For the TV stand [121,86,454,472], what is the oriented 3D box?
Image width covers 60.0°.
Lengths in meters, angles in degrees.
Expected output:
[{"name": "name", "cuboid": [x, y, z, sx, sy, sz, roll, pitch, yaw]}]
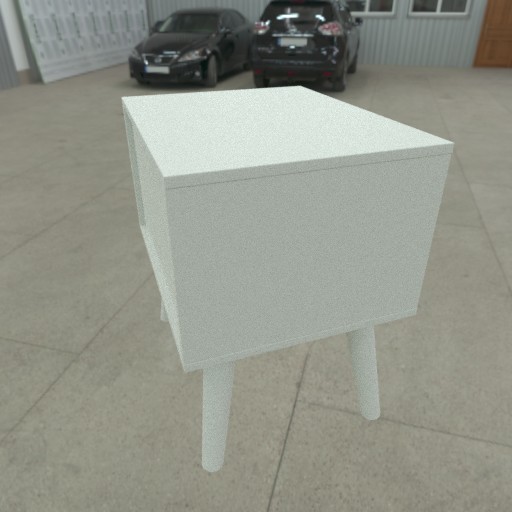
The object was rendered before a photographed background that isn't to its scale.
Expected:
[{"name": "TV stand", "cuboid": [0.000, 0.000, 0.904, 0.405, 0.559, 0.508, -10, 31, -17]}]
